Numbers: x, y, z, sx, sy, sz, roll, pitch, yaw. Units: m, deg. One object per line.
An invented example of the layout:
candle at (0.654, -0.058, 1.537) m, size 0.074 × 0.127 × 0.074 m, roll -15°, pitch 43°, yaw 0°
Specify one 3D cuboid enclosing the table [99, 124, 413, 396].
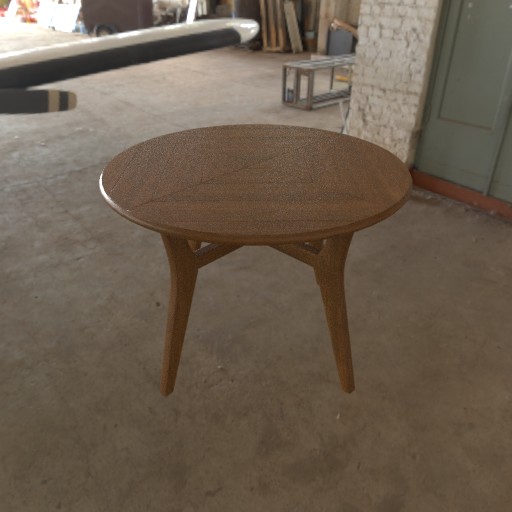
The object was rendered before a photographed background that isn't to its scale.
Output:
table at (0.000, 0.000, 1.748) m, size 1.055 × 0.757 × 1.055 m, roll 0°, pitch 31°, yaw 0°
